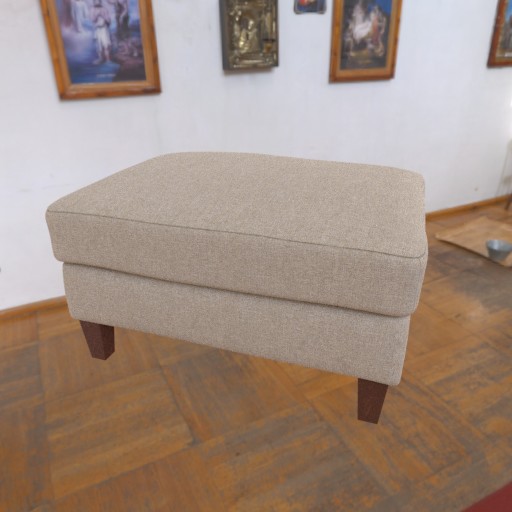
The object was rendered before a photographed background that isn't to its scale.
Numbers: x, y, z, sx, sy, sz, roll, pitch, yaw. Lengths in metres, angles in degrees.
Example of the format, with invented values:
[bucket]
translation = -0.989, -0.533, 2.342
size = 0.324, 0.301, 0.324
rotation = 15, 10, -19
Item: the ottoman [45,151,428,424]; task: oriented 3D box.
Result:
[ottoman]
translation = 0.000, 0.000, 1.307
size = 0.898, 0.519, 0.677
rotation = 8, 26, 17
